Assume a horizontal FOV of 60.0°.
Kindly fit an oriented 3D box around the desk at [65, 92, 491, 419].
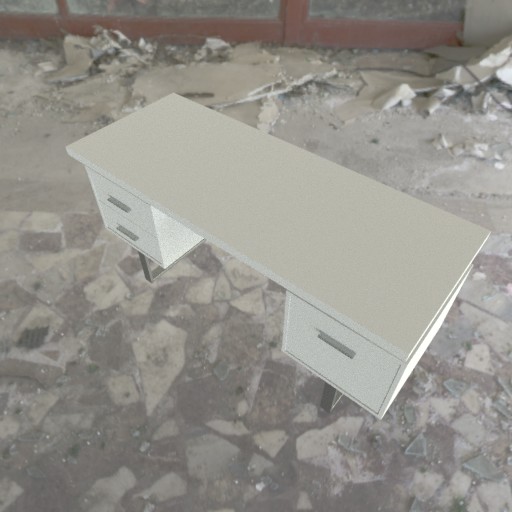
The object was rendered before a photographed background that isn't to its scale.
[{"bbox_3d":[0.000,0.000,1.924,1.530,0.773,0.603,31,54,26],"label":"desk"}]
